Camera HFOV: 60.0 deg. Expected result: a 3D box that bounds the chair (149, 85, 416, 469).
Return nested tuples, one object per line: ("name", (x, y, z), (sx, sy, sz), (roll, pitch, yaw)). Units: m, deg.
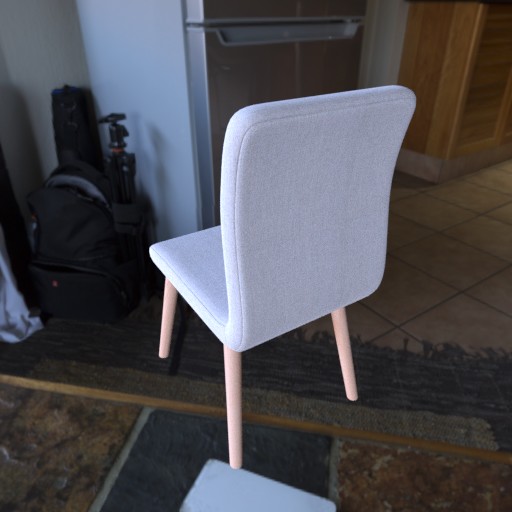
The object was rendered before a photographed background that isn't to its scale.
("chair", (0.000, 0.000, 1.159), (0.435, 0.885, 0.550), (-18, 35, -28))
